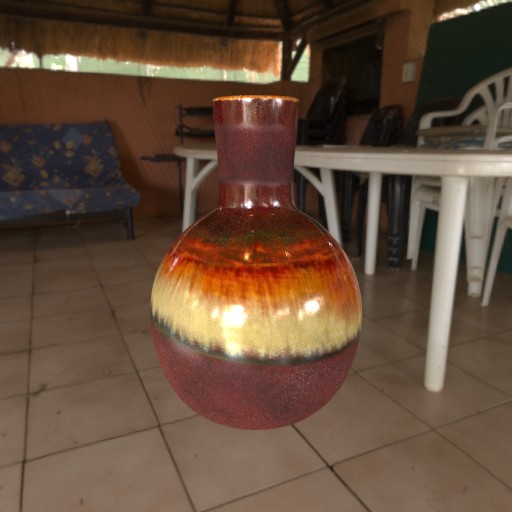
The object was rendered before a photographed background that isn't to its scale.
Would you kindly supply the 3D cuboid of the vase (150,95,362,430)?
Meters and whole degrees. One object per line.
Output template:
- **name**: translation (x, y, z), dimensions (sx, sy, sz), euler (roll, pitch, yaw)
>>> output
- **vase**: translation (0.000, 0.000, 0.230), dimensions (0.111, 0.154, 0.111), euler (0, 15, 0)
